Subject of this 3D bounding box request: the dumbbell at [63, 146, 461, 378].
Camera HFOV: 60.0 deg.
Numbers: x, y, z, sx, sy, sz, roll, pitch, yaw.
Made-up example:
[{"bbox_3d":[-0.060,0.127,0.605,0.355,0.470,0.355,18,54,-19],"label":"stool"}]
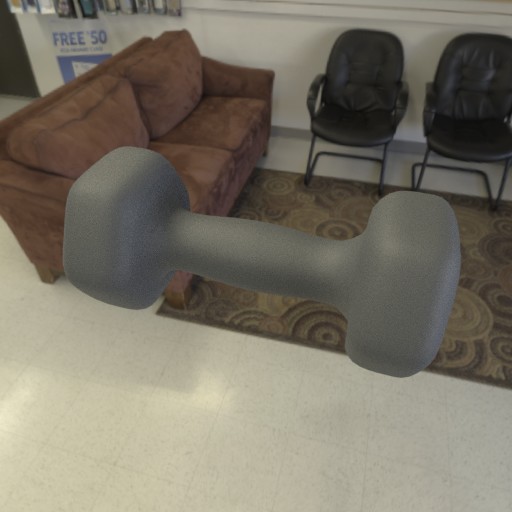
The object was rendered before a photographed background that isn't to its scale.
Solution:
[{"bbox_3d":[0.000,0.000,0.291,0.240,0.105,0.116,12,42,14],"label":"dumbbell"}]
